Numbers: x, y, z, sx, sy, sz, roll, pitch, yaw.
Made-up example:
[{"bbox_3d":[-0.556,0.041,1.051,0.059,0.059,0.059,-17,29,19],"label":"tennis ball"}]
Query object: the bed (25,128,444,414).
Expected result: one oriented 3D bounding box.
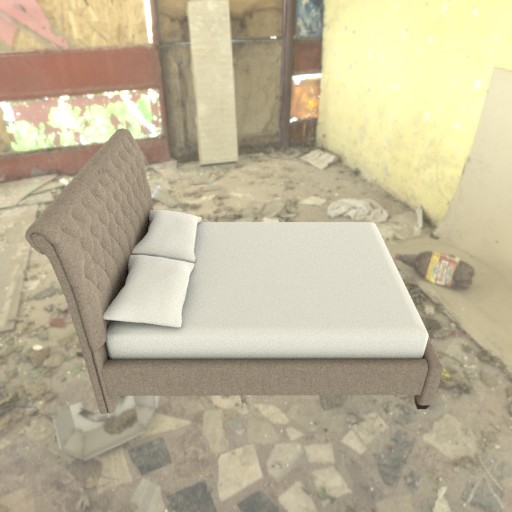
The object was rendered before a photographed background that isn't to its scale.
[{"bbox_3d":[0.000,0.000,3.180,2.252,1.371,1.645,0,32,0],"label":"bed"}]
